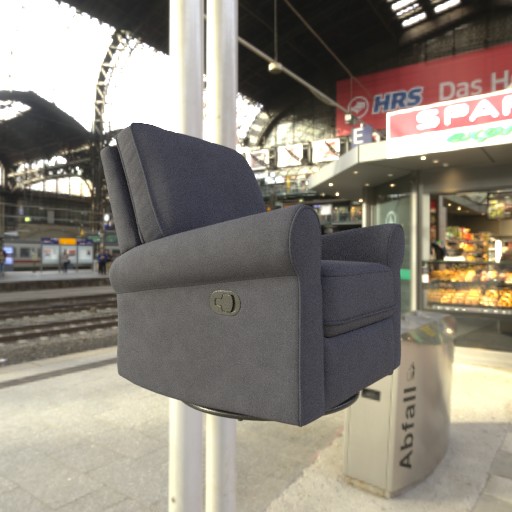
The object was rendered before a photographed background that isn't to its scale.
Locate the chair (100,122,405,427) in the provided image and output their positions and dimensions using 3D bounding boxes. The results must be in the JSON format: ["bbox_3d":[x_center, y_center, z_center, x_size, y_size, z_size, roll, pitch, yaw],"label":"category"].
[{"bbox_3d":[0.000,0.000,1.626,0.878,0.961,0.890,0,0,35],"label":"chair"}]
